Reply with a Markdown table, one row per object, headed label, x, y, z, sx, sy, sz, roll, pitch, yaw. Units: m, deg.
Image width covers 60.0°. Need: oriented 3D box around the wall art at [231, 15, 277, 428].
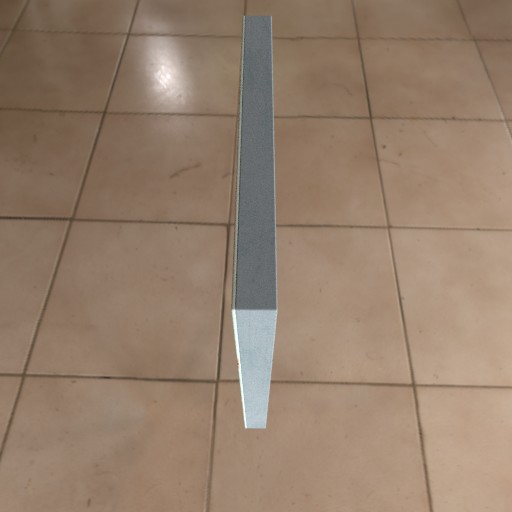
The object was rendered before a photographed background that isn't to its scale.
| label | x | y | z | sx | sy | sz | roll | pitch | yaw |
| --- | --- | --- | --- | --- | --- | --- | --- | --- | --- |
| wall art | 0.000 | 0.000 | 0.677 | 0.037 | 0.509 | 0.409 | 0 | 59 | 0 |
